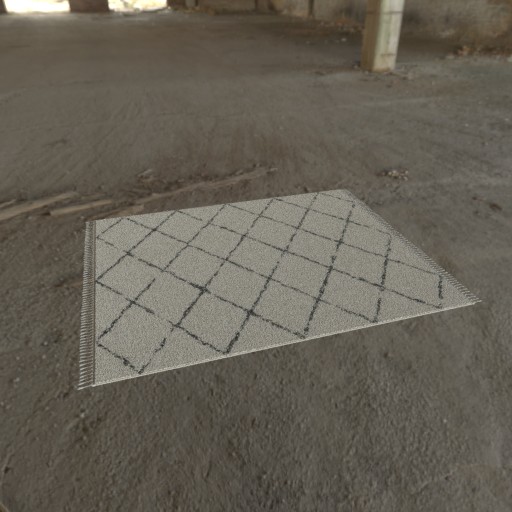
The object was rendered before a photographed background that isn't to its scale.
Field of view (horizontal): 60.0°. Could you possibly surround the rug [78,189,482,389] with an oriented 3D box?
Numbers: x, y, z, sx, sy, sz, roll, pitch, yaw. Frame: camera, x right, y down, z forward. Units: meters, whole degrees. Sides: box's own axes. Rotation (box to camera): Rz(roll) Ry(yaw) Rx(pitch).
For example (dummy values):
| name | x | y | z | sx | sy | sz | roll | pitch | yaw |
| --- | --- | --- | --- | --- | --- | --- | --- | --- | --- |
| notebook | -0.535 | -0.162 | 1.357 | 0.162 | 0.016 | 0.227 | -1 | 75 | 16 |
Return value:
| name | x | y | z | sx | sy | sz | roll | pitch | yaw |
| --- | --- | --- | --- | --- | --- | --- | --- | --- | --- |
| rug | 0.000 | 0.000 | 4.108 | 3.051 | 0.013 | 2.380 | -9 | 33 | -14 |
